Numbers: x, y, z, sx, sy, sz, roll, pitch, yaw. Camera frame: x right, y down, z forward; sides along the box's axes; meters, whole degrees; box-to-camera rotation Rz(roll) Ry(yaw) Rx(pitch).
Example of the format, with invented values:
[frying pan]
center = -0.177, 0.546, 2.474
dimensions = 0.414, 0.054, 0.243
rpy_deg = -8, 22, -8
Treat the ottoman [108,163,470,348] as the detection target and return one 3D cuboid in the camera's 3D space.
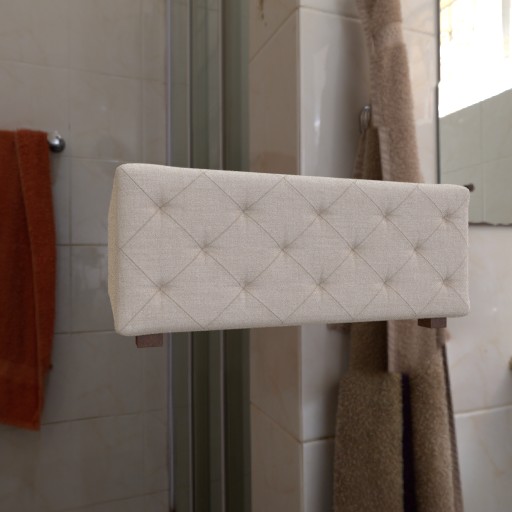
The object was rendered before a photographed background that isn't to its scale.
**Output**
[ottoman]
center = 0.000, 0.000, 1.641
dimensions = 1.028, 0.439, 1.028
rpy_deg = 0, 0, -19
